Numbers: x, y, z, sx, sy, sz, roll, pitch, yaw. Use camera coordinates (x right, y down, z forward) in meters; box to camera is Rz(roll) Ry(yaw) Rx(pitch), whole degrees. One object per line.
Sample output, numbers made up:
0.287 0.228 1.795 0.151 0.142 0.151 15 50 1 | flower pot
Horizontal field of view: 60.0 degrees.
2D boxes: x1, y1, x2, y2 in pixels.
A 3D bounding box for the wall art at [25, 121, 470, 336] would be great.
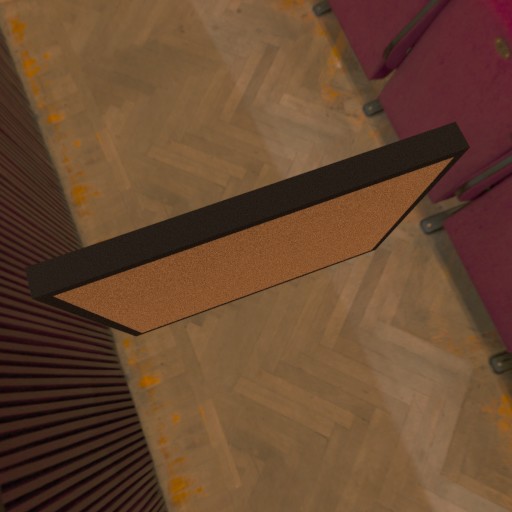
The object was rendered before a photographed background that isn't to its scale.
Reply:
0.000 0.000 0.537 0.397 0.325 0.028 -19 75 -5 | wall art
